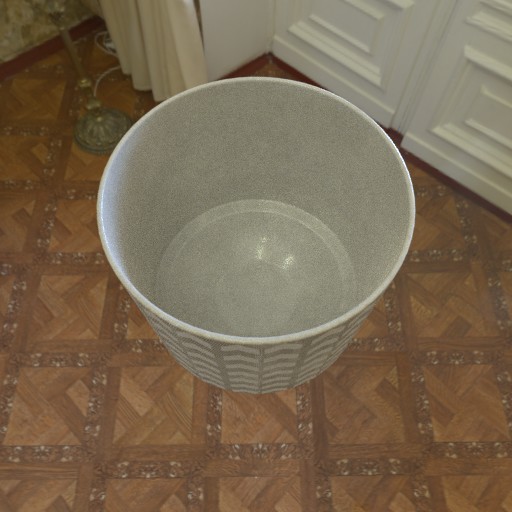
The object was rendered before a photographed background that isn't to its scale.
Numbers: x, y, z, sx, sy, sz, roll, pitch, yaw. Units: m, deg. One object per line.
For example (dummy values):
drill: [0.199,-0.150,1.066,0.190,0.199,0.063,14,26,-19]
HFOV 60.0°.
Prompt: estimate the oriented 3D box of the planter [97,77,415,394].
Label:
planter: [0.000,0.000,0.457,0.250,0.239,0.250,0,63,0]
